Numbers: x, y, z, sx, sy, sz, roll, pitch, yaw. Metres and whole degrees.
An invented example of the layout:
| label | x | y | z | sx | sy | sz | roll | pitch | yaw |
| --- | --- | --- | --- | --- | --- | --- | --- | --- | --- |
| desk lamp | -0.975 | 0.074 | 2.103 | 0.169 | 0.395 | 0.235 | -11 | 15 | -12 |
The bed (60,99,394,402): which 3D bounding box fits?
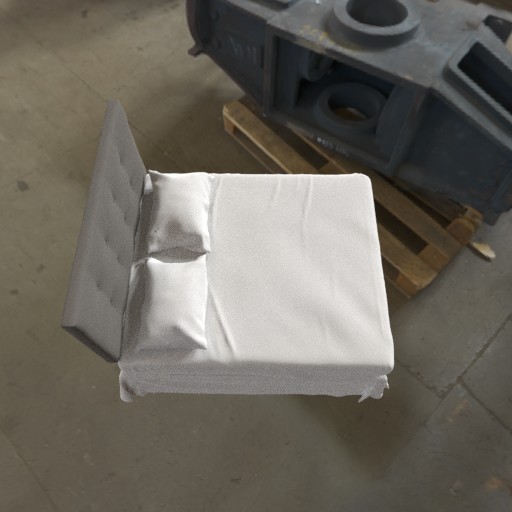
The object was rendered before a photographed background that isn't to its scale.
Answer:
| label | x | y | z | sx | sy | sz | roll | pitch | yaw |
| --- | --- | --- | --- | --- | --- | --- | --- | --- | --- |
| bed | 0.000 | 0.000 | 3.375 | 2.222 | 1.577 | 1.936 | 0 | 64 | 0 |
